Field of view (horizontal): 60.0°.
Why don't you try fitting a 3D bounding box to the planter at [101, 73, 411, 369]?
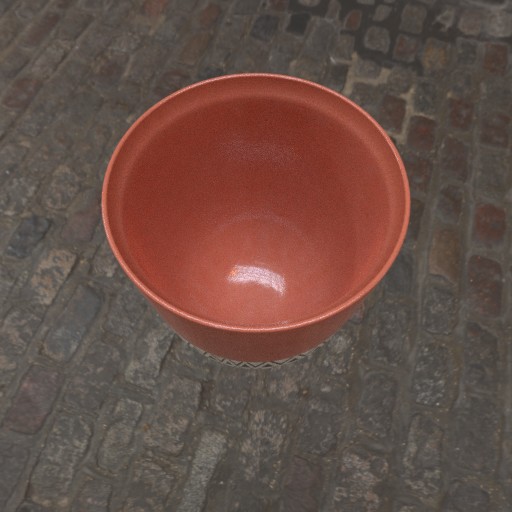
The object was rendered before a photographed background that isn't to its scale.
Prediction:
[{"bbox_3d":[0.000,0.000,0.378,0.195,0.214,0.195,0,64,0],"label":"planter"}]
